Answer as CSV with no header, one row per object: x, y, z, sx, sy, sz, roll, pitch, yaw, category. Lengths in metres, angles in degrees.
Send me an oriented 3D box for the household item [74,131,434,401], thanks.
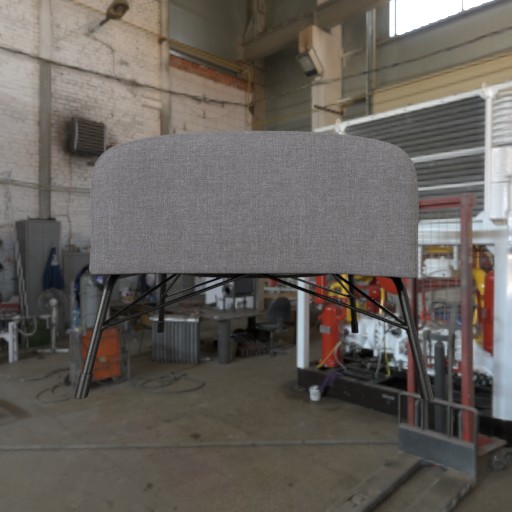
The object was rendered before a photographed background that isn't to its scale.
0.000,0.000,0.906,0.530,0.410,0.530,0,1,1,household item
